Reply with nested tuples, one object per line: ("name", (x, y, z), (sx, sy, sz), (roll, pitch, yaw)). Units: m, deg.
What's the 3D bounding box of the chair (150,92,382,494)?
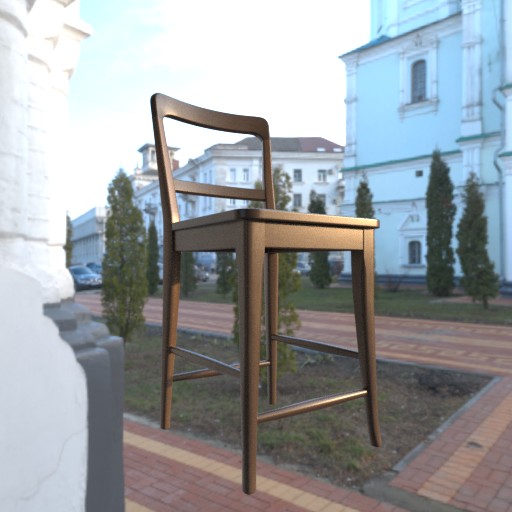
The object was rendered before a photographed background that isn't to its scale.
("chair", (0.000, 0.000, 1.252), (0.450, 0.991, 0.546), (1, -1, -36))
